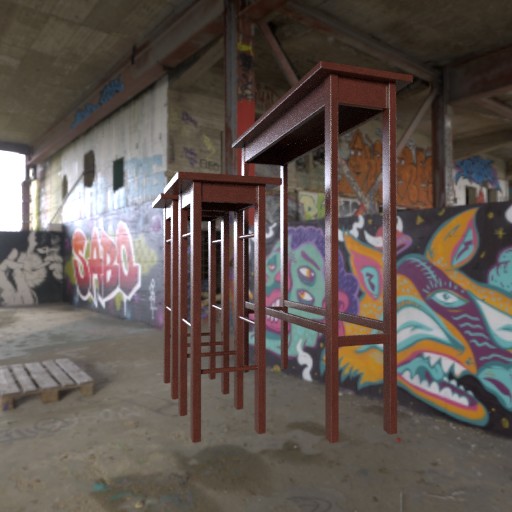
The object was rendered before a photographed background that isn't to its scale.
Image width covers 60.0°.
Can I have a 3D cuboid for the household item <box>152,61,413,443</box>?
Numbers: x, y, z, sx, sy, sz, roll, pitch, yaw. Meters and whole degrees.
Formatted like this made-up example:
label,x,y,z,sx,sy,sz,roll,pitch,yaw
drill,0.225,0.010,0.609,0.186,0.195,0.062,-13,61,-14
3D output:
label,x,y,z,sx,sy,sz,roll,pitch,yaw
household item,0.000,0.000,1.637,0.676,1.067,0.914,0,-1,-19
